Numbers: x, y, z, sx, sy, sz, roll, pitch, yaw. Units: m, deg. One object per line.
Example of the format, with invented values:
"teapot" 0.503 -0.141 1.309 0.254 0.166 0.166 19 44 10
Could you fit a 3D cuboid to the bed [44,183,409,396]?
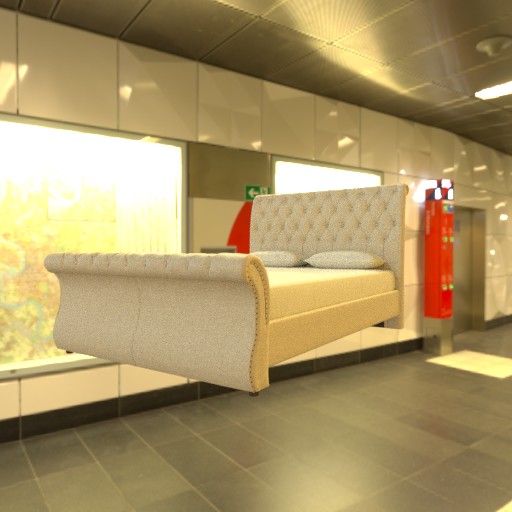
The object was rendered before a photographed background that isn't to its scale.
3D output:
"bed" 0.000 0.000 3.396 1.606 1.268 2.493 1 1 35
